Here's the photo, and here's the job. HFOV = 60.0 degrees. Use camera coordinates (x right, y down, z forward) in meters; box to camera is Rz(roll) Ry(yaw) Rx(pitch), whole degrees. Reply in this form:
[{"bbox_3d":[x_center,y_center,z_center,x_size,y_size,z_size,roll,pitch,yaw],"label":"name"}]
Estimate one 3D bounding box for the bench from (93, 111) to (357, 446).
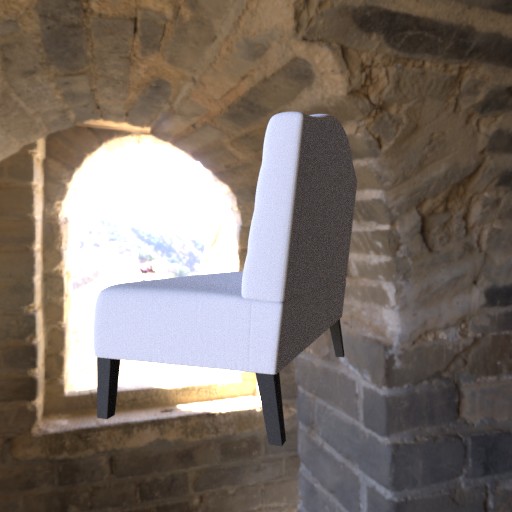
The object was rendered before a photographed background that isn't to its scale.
[{"bbox_3d":[0.000,0.000,2.098,0.815,1.180,1.335,0,0,20],"label":"bench"}]
